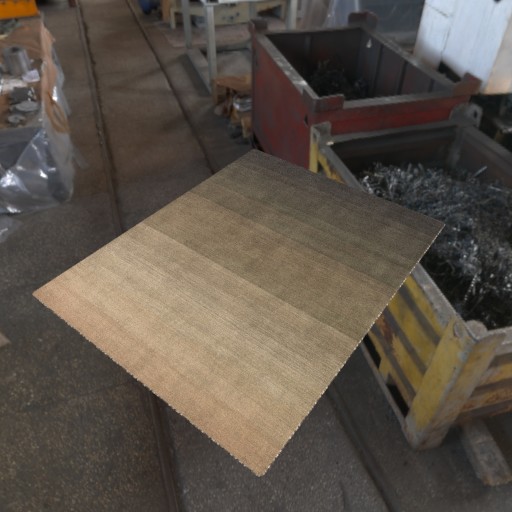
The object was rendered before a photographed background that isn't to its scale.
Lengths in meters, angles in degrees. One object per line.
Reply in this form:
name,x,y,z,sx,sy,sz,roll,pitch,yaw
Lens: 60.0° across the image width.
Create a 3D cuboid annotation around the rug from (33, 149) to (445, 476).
rug,0.000,0.000,3.863,2.306,0.017,2.902,28,50,27
